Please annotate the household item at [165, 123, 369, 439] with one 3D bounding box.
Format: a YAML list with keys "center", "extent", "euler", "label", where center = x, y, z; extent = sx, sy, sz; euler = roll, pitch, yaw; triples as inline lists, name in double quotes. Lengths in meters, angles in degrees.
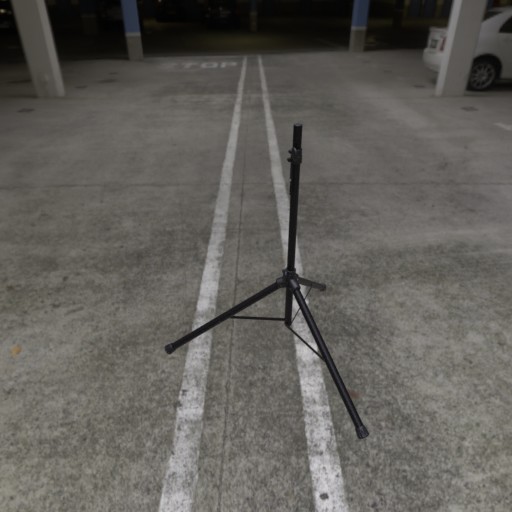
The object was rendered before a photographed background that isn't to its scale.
- center: [0.000, 0.000, 1.923]
  extent: [0.907, 1.136, 1.045]
  euler: [0, 33, -1]
  label: "household item"
